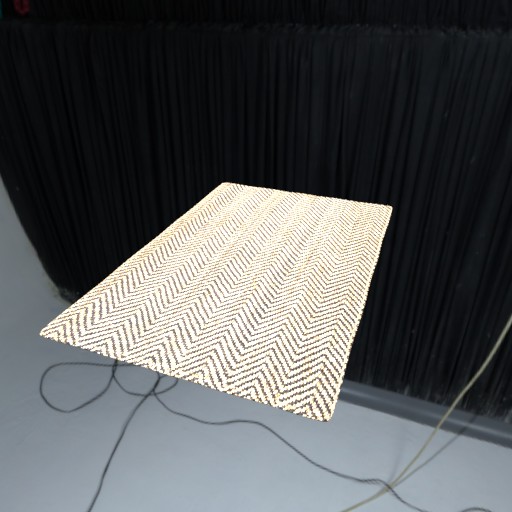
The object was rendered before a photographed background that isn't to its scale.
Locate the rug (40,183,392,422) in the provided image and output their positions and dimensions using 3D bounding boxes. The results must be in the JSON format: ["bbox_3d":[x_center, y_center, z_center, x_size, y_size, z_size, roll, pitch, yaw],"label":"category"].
[{"bbox_3d":[0.000,0.000,2.355,1.219,0.008,1.828,11,32,18],"label":"rug"}]
